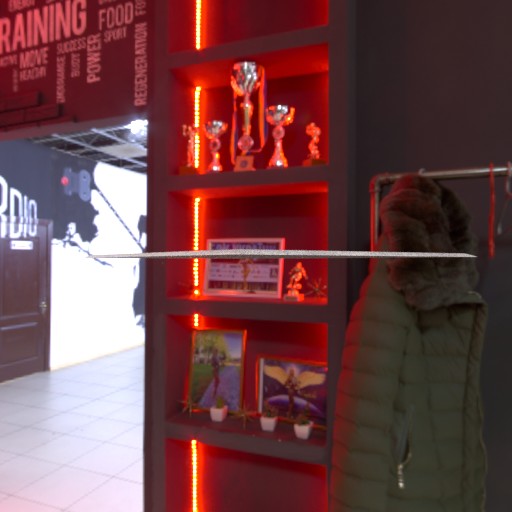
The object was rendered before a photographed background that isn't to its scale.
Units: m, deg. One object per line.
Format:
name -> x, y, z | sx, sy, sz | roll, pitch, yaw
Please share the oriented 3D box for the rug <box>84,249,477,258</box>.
rug -> 0.000, 0.000, 4.048 | 2.332, 0.027, 2.933 | 0, -1, -36
